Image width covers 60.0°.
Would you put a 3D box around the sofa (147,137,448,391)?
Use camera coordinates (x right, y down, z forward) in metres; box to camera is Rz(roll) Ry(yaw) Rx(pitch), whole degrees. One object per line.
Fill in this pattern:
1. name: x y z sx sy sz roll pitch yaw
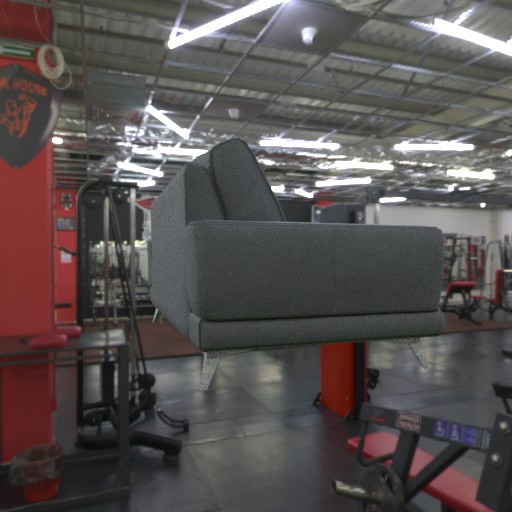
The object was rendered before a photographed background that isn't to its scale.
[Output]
1. sofa: 0.000 0.000 2.404 1.018 0.907 1.806 0 0 -19
